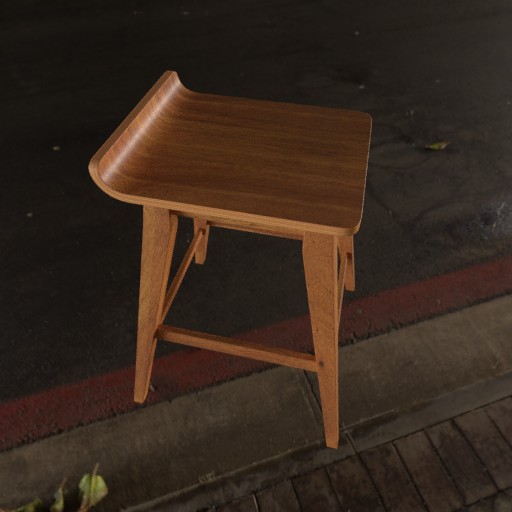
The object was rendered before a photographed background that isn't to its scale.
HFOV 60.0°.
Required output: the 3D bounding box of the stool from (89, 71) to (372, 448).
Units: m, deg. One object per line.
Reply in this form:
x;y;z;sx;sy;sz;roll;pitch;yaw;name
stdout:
0.000;0.000;0.986;0.500;0.650;0.500;10;47;9;stool
